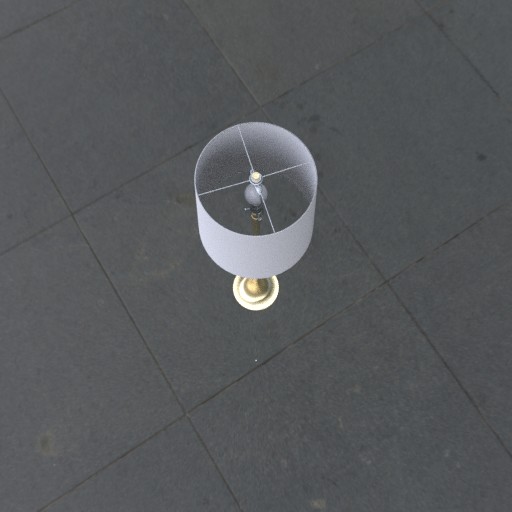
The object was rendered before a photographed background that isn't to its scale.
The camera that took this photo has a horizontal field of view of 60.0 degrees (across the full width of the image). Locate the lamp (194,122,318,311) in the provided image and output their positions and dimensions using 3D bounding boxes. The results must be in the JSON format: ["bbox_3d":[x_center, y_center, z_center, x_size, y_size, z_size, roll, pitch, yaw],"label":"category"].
[{"bbox_3d":[0.000,0.000,1.726,0.337,1.543,0.337,0,77,0],"label":"lamp"}]
